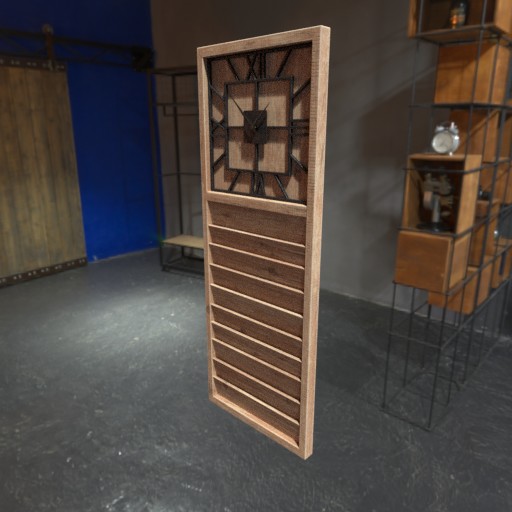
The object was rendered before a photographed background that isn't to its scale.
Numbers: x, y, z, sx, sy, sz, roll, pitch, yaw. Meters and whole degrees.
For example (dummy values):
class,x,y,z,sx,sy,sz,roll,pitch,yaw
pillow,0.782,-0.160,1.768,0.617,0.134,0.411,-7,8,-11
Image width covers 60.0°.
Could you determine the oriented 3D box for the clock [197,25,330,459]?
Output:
class,x,y,z,sx,sy,sz,roll,pitch,yaw
clock,0.000,0.000,1.082,0.361,0.965,0.030,15,22,41
